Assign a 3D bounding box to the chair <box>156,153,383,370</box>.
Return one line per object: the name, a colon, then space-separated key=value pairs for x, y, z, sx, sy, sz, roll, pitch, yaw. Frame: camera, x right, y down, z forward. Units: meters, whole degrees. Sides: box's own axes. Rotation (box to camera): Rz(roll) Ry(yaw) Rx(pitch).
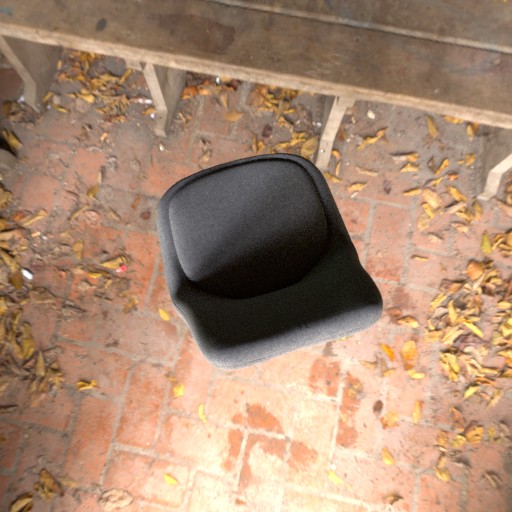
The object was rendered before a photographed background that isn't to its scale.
chair: x=0.000 y=0.000 z=1.211 sx=0.483 sy=0.865 sz=0.550 roll=-16 pitch=77 yaw=-4
